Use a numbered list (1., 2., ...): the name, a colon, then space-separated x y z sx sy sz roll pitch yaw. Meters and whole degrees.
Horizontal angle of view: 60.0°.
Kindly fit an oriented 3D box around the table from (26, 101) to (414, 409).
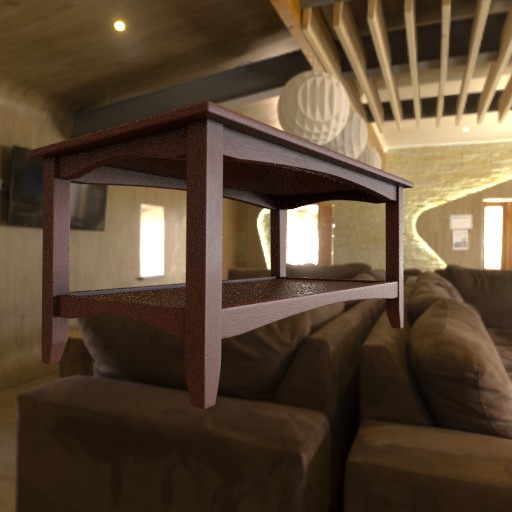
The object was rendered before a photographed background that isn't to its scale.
1. table: 0.000 0.000 1.172 0.533 0.456 0.943 0 1 37
